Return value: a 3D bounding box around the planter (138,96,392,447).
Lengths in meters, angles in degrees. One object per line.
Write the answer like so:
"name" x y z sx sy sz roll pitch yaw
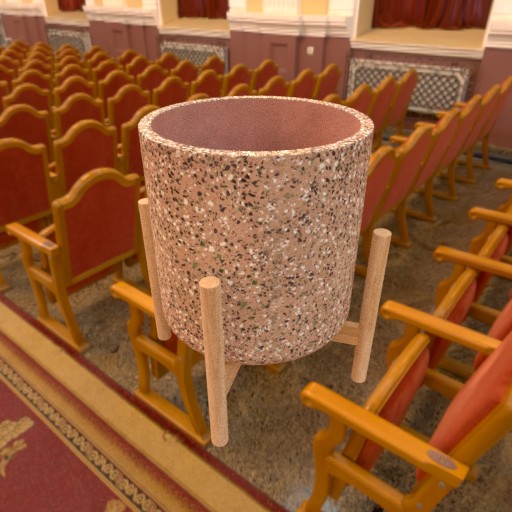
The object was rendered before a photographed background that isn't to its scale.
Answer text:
"planter" 0.000 0.000 0.690 0.360 0.419 0.360 23 38 33
